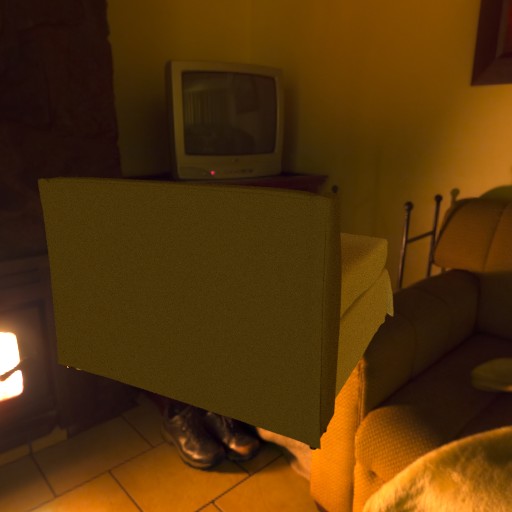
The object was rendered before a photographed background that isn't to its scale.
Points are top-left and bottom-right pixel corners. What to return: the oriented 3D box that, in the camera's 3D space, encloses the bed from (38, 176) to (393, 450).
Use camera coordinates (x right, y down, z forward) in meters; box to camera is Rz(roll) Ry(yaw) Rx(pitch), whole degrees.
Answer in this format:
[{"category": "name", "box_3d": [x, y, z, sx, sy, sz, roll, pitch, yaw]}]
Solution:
[{"category": "bed", "box_3d": [0.000, 0.000, 3.453, 1.925, 1.332, 2.276, 8, 17, 27]}]
